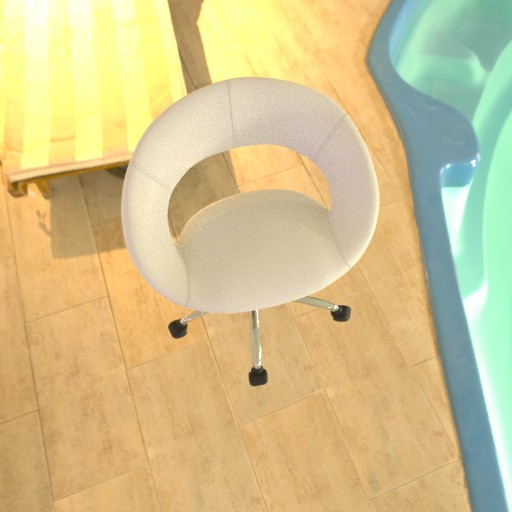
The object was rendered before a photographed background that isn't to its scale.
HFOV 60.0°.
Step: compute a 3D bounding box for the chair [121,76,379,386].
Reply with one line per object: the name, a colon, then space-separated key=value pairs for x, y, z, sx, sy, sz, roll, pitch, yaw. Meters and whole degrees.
chair: x=0.000 y=0.000 z=1.179 sx=0.612 sy=0.791 sz=0.538 roll=-14 pitch=65 yaw=-6
